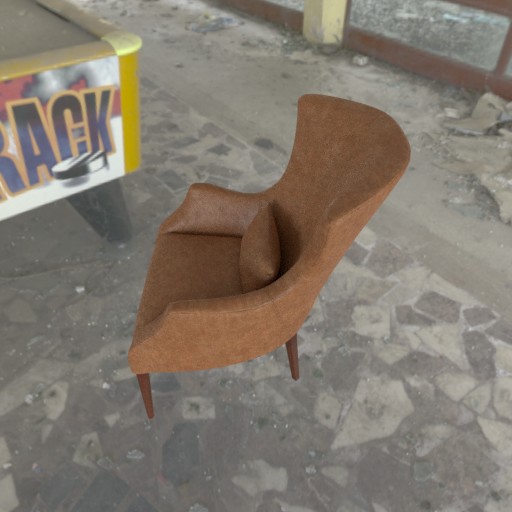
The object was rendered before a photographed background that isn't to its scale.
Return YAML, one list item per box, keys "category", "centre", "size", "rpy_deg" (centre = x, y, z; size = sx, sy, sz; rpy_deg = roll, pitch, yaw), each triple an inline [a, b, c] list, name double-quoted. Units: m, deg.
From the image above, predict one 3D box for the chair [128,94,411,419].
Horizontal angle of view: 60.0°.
- category: "chair"
  centre: [0.000, 0.000, 1.772]
  size: [0.955, 1.067, 0.846]
  rpy_deg: [0, 41, -1]
